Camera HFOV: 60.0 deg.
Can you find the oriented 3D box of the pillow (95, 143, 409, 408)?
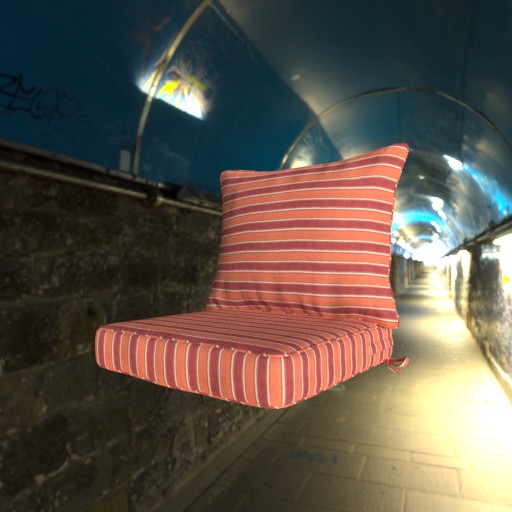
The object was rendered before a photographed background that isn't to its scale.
[{"bbox_3d":[0.000,0.000,1.406,0.799,0.723,0.733,0,-1,37],"label":"pillow"}]
